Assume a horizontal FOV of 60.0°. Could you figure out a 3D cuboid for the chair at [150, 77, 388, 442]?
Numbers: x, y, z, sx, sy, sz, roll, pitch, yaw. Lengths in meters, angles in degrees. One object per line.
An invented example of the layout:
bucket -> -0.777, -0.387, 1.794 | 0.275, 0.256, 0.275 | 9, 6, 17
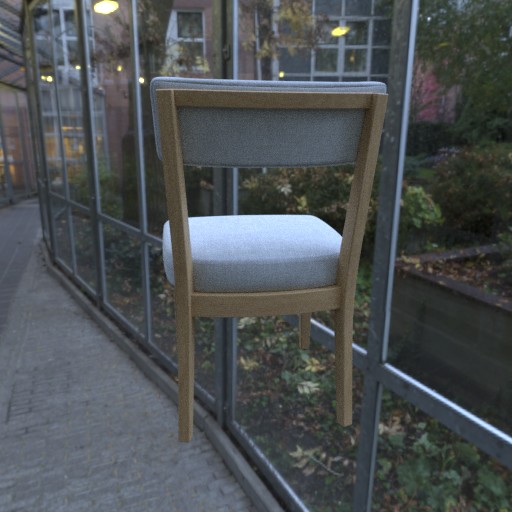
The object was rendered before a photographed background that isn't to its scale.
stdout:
chair -> 0.000, 0.000, 1.195 | 0.508, 0.832, 0.572 | -2, 14, -9
